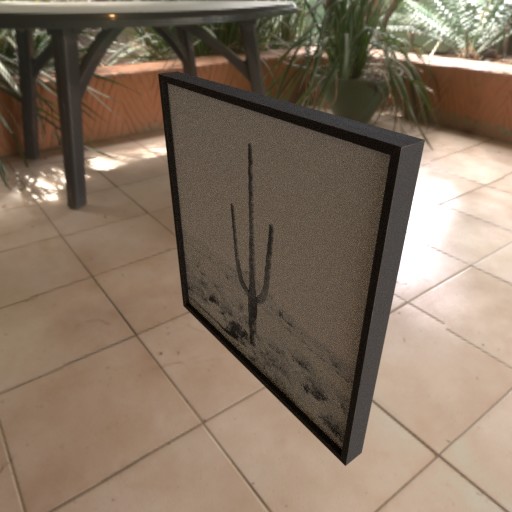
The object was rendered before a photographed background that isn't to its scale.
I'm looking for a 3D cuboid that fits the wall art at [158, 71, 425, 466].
[{"bbox_3d":[0.000,0.000,0.740,0.038,0.508,0.508,-22,38,-31],"label":"wall art"}]
